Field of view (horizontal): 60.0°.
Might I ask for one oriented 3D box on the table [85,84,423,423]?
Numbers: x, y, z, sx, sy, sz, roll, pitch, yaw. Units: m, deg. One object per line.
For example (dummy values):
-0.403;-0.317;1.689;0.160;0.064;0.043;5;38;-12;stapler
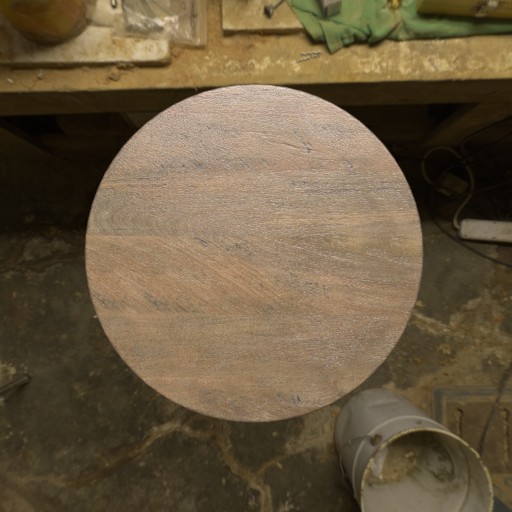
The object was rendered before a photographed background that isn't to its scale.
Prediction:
0.000;0.000;0.754;0.405;0.454;0.405;0;89;1;table
